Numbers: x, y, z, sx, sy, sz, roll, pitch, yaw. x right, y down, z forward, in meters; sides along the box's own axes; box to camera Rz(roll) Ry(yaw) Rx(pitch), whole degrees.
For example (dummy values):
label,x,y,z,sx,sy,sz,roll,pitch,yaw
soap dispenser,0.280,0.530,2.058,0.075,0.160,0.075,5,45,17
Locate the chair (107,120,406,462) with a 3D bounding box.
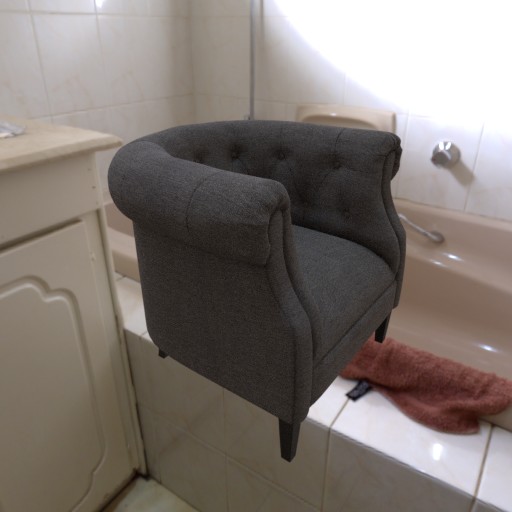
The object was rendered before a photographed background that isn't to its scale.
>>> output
label,x,y,z,sx,sy,sz,roll,pitch,yaw
chair,0.000,0.000,1.571,0.852,0.827,0.905,18,32,32
